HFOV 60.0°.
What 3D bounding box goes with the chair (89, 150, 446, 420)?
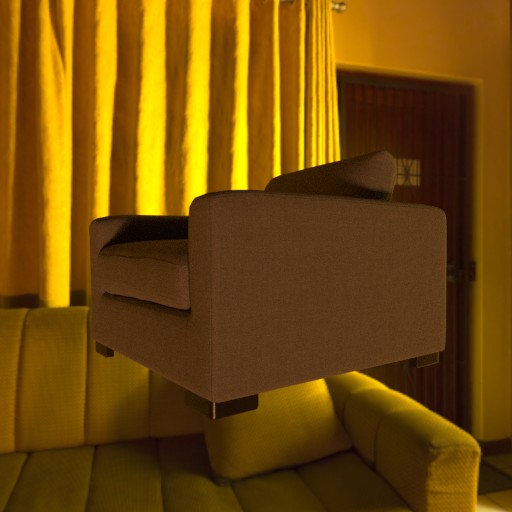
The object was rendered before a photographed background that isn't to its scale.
[{"bbox_3d":[0.000,0.000,1.856,1.100,0.847,1.070,0,0,-36],"label":"chair"}]
